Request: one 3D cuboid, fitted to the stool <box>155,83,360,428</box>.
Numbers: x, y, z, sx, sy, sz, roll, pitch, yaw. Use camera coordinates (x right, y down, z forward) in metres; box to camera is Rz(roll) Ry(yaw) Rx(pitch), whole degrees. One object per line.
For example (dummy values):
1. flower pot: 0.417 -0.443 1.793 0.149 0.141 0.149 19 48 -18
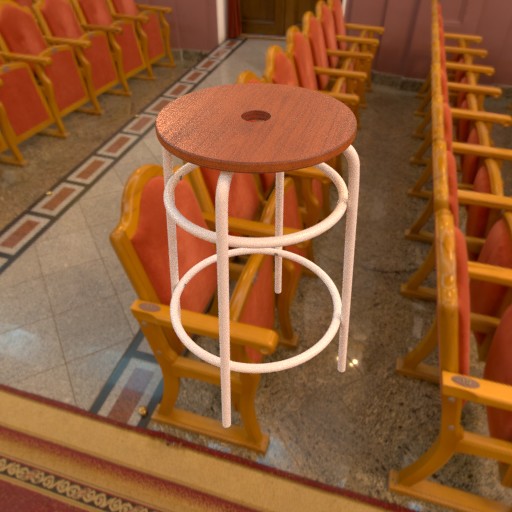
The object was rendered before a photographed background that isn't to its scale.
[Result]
1. stool: 0.000 0.000 0.938 0.455 0.610 0.455 11 41 13
